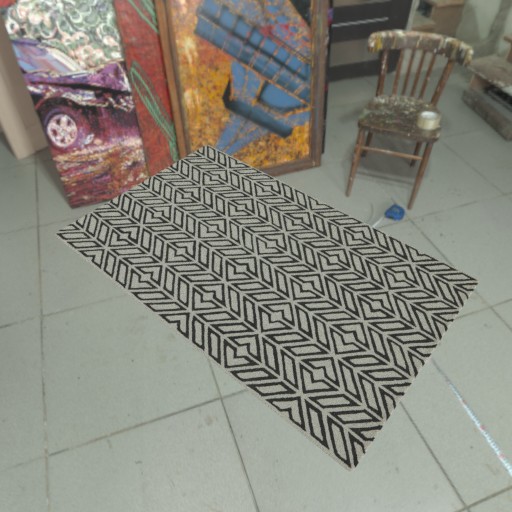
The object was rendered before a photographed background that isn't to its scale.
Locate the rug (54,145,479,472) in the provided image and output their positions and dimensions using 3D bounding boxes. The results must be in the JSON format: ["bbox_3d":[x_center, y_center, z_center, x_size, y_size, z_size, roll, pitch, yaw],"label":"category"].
[{"bbox_3d":[0.000,0.000,2.959,2.438,0.008,1.523,32,54,27],"label":"rug"}]
